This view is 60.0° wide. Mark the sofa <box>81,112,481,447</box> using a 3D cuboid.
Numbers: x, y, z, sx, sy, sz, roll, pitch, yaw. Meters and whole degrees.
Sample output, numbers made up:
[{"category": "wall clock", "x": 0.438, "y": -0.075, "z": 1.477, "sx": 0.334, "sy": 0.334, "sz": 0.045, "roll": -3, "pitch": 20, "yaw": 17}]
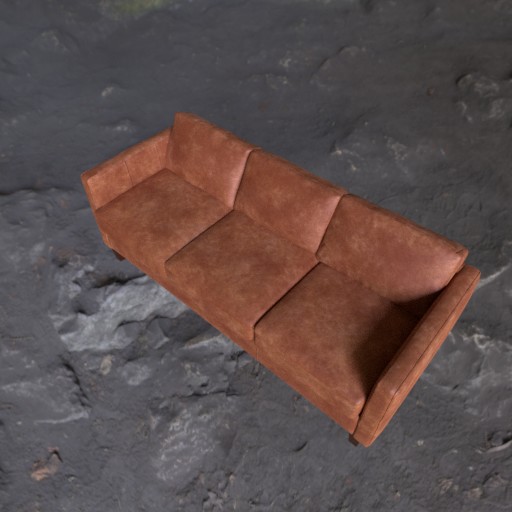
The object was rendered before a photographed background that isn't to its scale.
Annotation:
[{"category": "sofa", "x": 0.000, "y": 0.000, "z": 2.960, "sx": 2.464, "sy": 1.006, "sz": 1.045, "roll": 33, "pitch": 55, "yaw": 26}]
